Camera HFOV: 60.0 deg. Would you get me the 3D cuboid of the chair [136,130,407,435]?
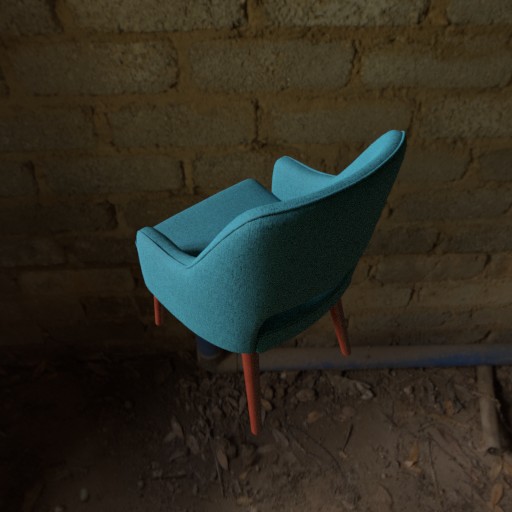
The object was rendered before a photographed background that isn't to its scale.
[{"bbox_3d":[0.000,0.000,1.234,0.548,0.849,0.605,-32,54,-27],"label":"chair"}]
